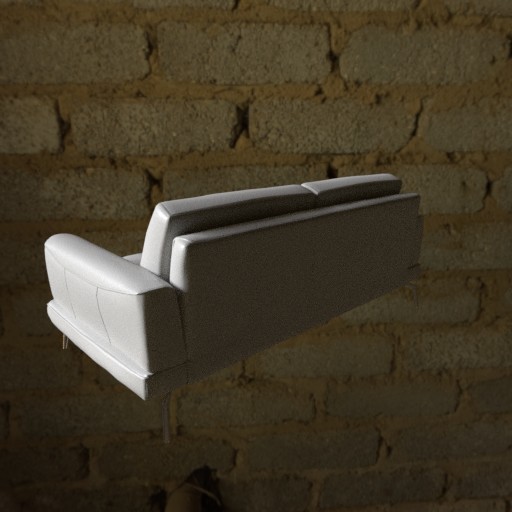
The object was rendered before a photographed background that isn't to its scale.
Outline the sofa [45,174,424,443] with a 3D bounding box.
[{"bbox_3d":[0.000,0.000,2.670,2.177,0.930,1.121,-15,22,-41],"label":"sofa"}]
